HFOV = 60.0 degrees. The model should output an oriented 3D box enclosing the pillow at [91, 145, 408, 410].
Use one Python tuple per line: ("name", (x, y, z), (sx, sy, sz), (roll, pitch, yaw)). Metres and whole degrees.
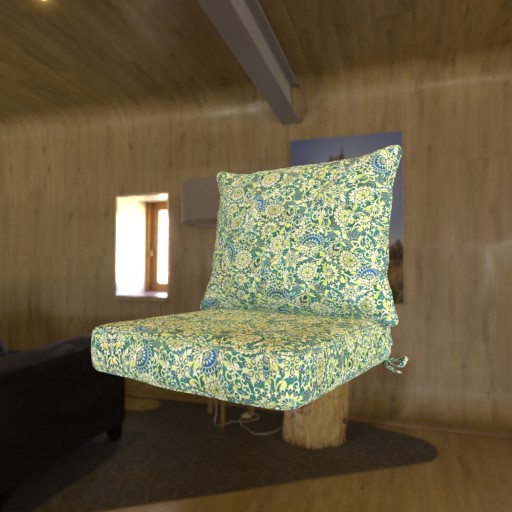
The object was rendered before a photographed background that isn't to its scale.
("pillow", (0.000, 0.000, 1.395), (0.798, 0.722, 0.740), (-1, -1, 34))
